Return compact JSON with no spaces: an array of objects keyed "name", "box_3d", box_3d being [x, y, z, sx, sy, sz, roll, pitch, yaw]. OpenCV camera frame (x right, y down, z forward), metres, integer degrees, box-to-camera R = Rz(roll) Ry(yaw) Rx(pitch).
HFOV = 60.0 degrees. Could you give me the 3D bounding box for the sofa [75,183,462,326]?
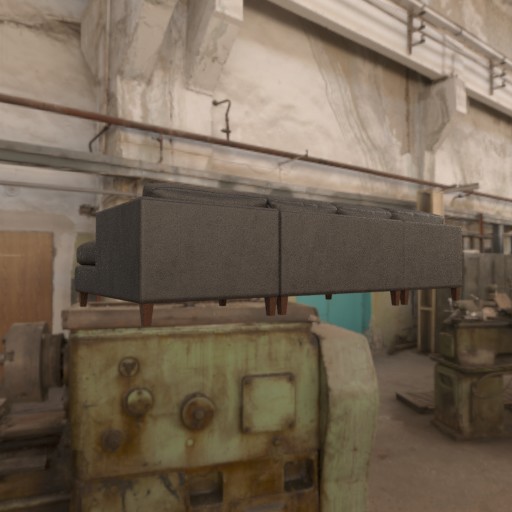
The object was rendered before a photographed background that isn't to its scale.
[{"name":"sofa","box_3d":[0.000,0.000,4.468,3.324,0.891,2.452,1,-2,-35]}]
